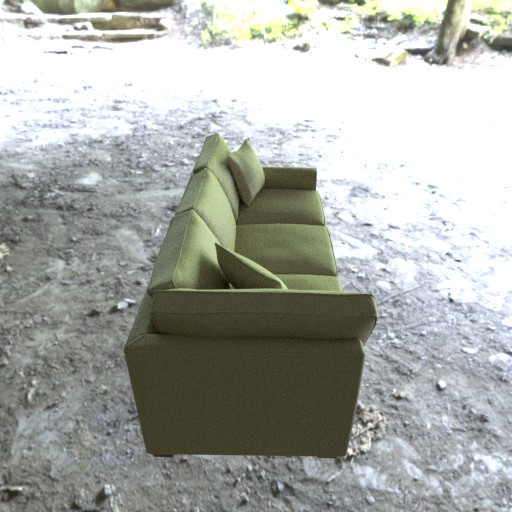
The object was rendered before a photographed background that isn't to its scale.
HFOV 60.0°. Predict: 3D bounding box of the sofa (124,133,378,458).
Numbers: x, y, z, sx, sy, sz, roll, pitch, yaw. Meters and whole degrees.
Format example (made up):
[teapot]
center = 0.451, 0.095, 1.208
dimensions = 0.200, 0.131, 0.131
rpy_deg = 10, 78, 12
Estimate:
[sofa]
center = 0.000, 0.000, 2.895
dimensions = 1.053, 0.948, 2.323
rpy_deg = 1, 33, 1
